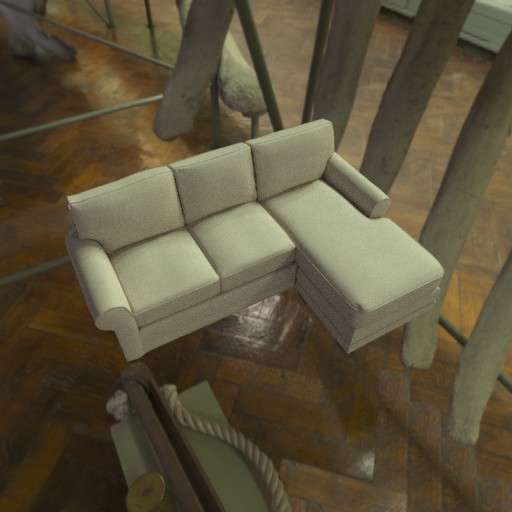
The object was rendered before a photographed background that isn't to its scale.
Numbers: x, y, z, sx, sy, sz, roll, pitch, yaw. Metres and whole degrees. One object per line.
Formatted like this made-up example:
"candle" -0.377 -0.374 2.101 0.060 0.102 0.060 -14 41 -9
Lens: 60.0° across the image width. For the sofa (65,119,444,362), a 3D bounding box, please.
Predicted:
"sofa" 0.000 0.000 2.414 1.770 0.734 1.226 -22 50 -20
